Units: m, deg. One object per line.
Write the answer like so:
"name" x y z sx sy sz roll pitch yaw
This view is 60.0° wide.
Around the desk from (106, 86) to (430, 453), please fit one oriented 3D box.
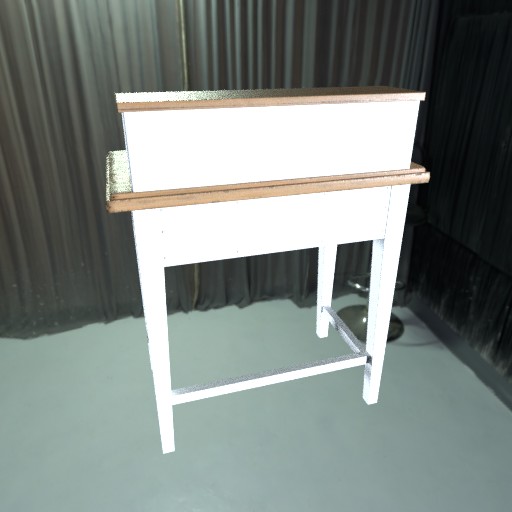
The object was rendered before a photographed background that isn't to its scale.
"desk" 0.000 0.000 1.379 0.814 0.981 0.462 -7 27 -15
